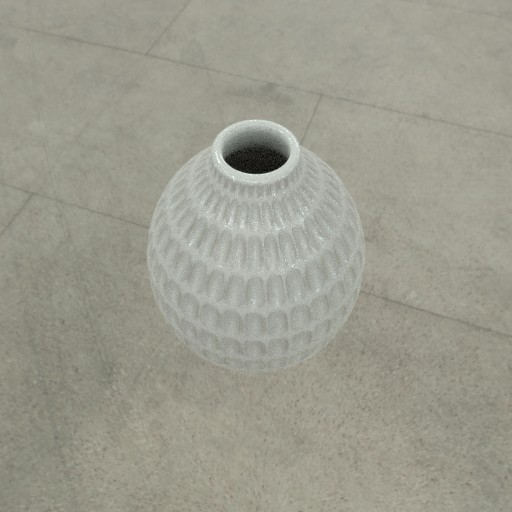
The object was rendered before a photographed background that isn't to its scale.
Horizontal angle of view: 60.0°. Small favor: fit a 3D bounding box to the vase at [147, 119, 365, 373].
[{"bbox_3d":[0.000,0.000,0.337,0.162,0.223,0.162,0,58,0],"label":"vase"}]
